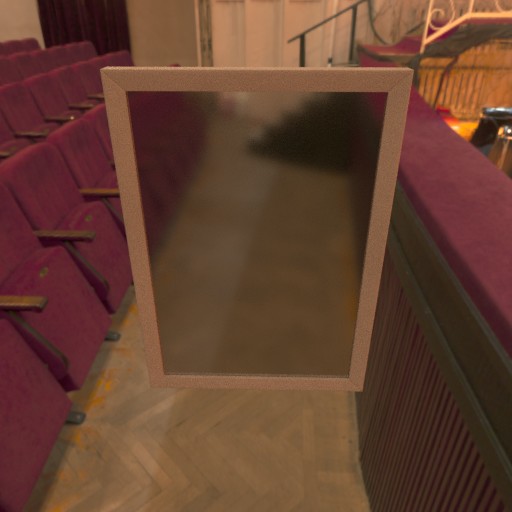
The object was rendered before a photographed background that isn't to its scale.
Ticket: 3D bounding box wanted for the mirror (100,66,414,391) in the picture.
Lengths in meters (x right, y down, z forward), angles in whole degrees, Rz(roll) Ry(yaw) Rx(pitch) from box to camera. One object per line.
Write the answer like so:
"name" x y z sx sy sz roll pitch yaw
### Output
"mirror" 0.000 0.000 0.905 0.507 0.710 0.040 1 29 1
